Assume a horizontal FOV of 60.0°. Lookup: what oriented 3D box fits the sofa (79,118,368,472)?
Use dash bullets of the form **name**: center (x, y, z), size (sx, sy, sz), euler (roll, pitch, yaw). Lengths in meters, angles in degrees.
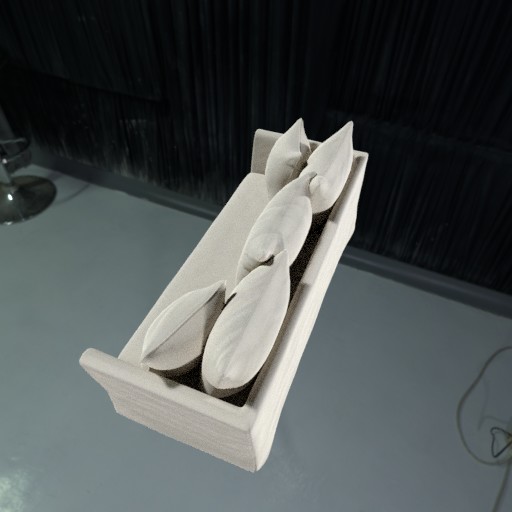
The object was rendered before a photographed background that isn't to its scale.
- **sofa**: center (0.000, 0.000, 3.138), size (1.046, 1.047, 2.499), euler (17, 49, 15)
